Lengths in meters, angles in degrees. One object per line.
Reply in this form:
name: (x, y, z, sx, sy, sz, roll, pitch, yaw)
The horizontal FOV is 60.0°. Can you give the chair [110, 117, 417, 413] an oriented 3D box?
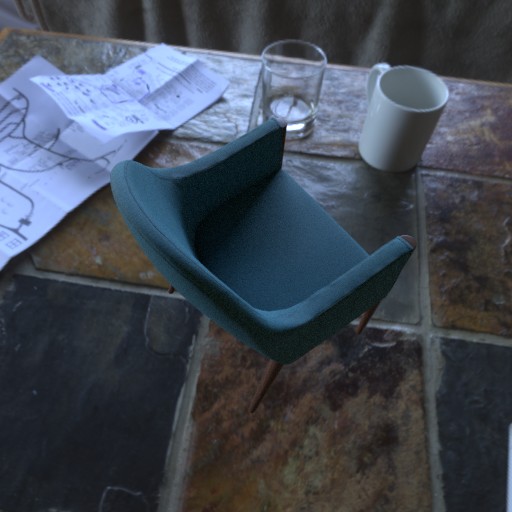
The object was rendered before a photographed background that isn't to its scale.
chair: (0.000, 0.000, 1.384, 0.652, 0.907, 0.656, -31, 63, -18)
